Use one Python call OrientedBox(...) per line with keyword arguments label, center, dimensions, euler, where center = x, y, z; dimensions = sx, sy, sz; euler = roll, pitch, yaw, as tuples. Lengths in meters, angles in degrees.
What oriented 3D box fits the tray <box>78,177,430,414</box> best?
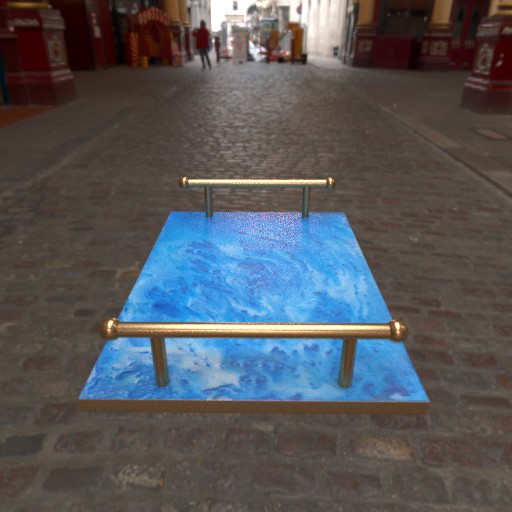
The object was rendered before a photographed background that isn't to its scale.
OrientedBox(label="tray", center=(0.000, 0.000, 0.566), dimensions=(0.304, 0.084, 0.444), euler=(0, 27, 1))
